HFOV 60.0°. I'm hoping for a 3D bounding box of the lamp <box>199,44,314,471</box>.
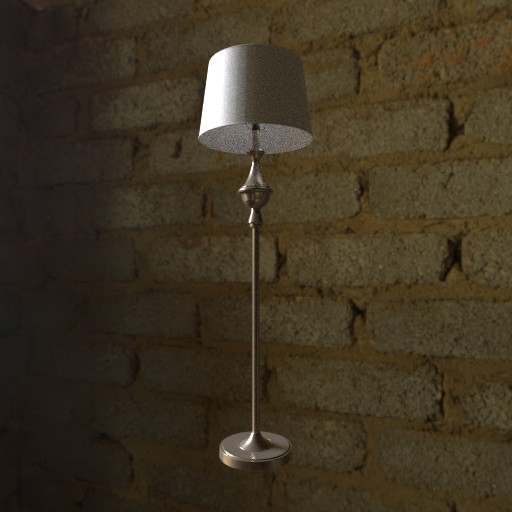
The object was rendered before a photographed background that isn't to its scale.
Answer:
[{"bbox_3d":[0.000,0.000,1.670,0.431,1.488,0.431,0,0,0],"label":"lamp"}]
